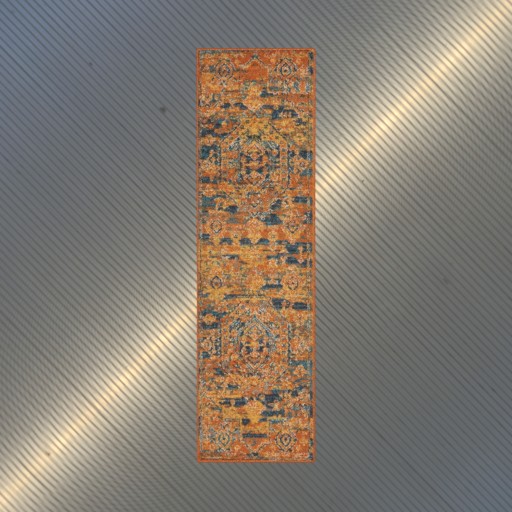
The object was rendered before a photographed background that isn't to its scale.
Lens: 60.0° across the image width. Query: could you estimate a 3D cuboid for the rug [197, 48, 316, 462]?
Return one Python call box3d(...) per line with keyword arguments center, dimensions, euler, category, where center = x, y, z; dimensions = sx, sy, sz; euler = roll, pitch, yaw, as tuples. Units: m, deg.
box3d(center=(0.000, 0.000, 2.432), dimensions=(0.651, 0.016, 2.274), euler=(0, 90, 0), category="rug")
